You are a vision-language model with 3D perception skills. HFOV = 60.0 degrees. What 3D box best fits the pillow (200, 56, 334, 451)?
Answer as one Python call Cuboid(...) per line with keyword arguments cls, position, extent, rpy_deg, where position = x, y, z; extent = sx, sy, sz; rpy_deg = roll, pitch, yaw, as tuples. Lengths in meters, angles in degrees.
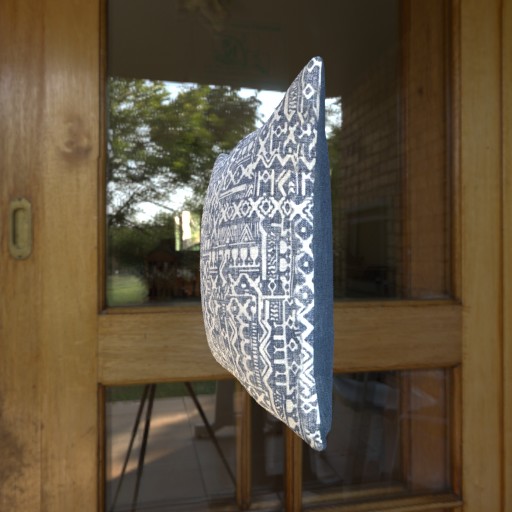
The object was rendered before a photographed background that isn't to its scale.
Cuboid(cls="pillow", position=(0.000, 0.000, 0.786), extent=(0.180, 0.487, 0.546), rpy_deg=(0, 0, -17))
